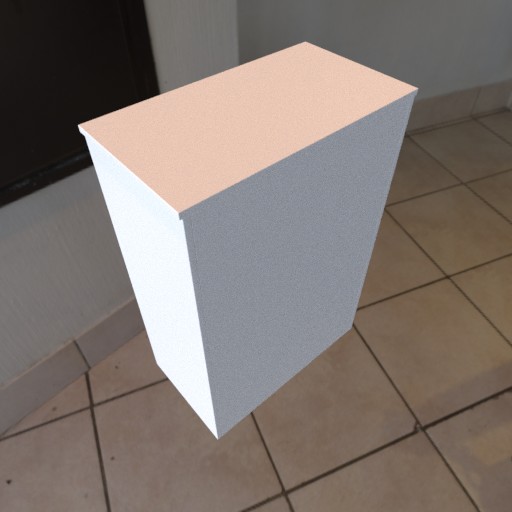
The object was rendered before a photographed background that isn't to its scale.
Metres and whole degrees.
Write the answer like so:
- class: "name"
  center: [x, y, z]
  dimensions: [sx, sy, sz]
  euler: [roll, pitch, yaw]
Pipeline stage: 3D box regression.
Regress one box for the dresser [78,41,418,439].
- class: "dresser"
  center: [0.000, 0.000, 1.397]
  dimensions: [0.704, 1.021, 0.401]
  euler: [-32, 54, -27]
